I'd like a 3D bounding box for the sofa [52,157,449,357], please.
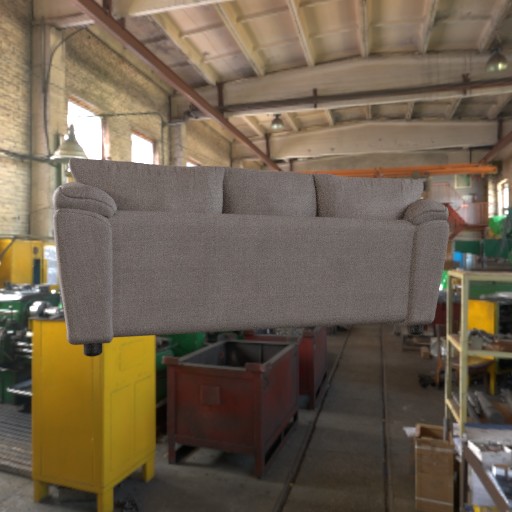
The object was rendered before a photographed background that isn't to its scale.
[{"bbox_3d":[0.000,0.000,2.782,2.334,0.996,0.878,0,0,-18],"label":"sofa"}]
